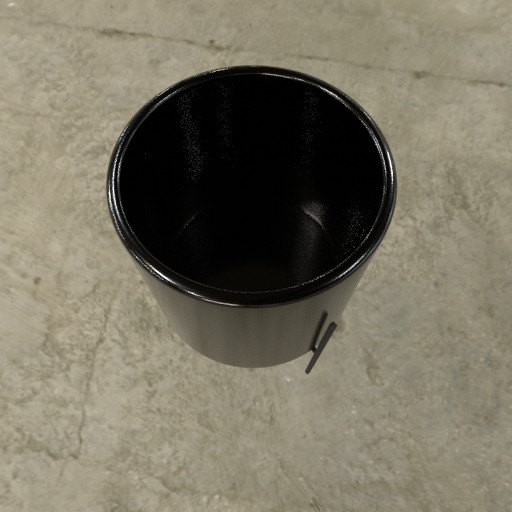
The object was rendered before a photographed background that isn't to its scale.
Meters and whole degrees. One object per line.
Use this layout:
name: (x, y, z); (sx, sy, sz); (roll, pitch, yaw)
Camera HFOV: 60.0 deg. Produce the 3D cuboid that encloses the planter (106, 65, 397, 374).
planter: (0.000, 0.000, 0.651); (0.310, 0.432, 0.310); (35, 70, 15)
